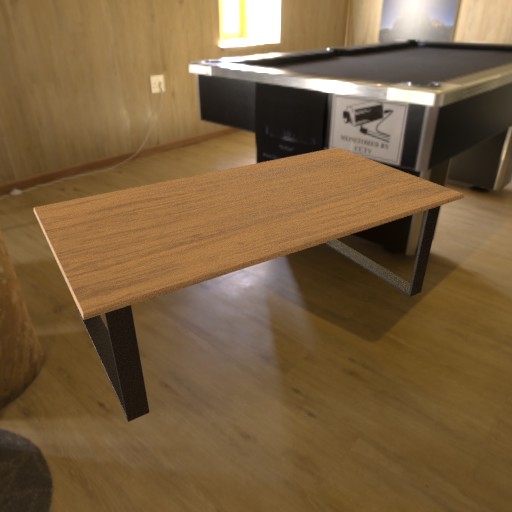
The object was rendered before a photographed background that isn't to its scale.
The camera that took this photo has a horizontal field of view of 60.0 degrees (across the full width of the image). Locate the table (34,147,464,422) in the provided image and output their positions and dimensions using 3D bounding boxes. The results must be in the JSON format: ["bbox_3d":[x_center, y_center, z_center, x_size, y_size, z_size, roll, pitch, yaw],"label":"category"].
[{"bbox_3d":[0.000,0.000,1.645,1.331,0.445,0.693,-17,34,-27],"label":"table"}]
